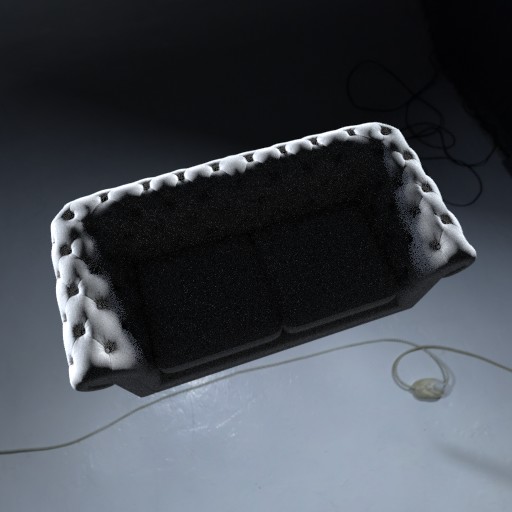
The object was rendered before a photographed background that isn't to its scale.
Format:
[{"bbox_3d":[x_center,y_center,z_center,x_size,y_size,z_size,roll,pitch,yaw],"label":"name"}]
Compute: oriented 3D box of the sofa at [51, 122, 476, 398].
[{"bbox_3d":[0.000,0.000,2.468,1.998,0.764,0.986,-17,64,-8],"label":"sofa"}]
